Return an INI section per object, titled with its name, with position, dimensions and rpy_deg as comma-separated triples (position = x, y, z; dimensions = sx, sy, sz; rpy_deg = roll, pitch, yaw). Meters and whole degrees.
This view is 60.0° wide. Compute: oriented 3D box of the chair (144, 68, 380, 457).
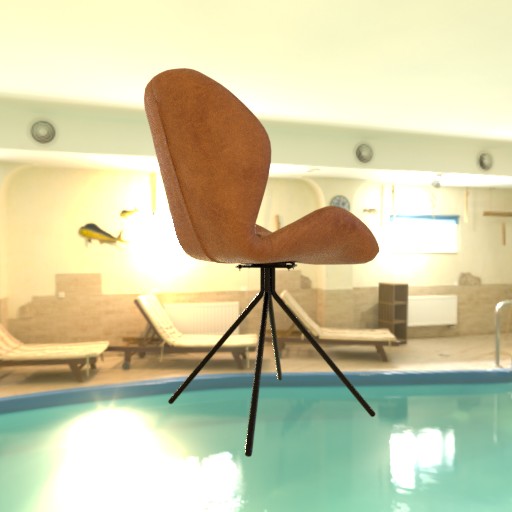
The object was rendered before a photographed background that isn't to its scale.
[chair]
position = 0.000, 0.000, 1.302
dimensions = 0.640, 0.929, 0.527
rpy_deg = -1, 1, -35
